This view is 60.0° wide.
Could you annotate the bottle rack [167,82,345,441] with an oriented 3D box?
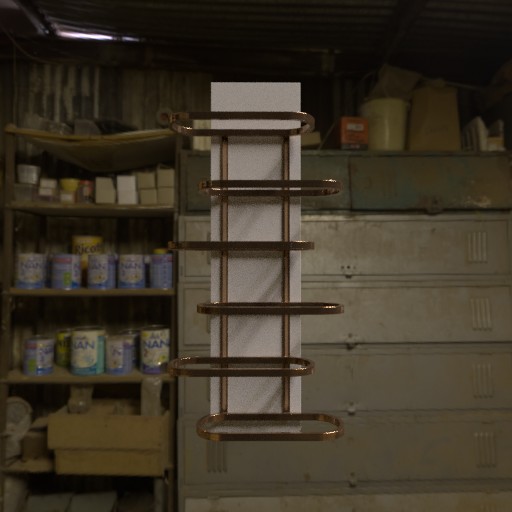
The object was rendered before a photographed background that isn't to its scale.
[{"bbox_3d":[0.000,0.000,0.843,0.332,0.709,0.118,0,-1,0],"label":"bottle rack"}]
